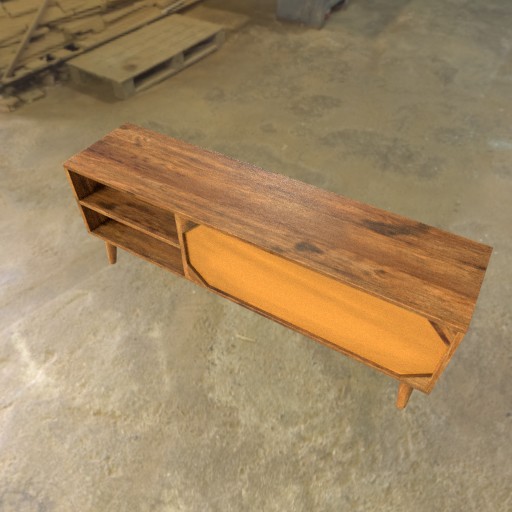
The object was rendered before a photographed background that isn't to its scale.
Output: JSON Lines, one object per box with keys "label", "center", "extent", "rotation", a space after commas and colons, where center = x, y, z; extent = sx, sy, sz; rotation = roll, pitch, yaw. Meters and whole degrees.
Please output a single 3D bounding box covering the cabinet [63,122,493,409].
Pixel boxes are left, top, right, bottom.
{"label": "cabinet", "center": [0.000, 0.000, 1.672], "extent": [1.448, 0.528, 0.349], "rotation": [23, 50, 21]}
